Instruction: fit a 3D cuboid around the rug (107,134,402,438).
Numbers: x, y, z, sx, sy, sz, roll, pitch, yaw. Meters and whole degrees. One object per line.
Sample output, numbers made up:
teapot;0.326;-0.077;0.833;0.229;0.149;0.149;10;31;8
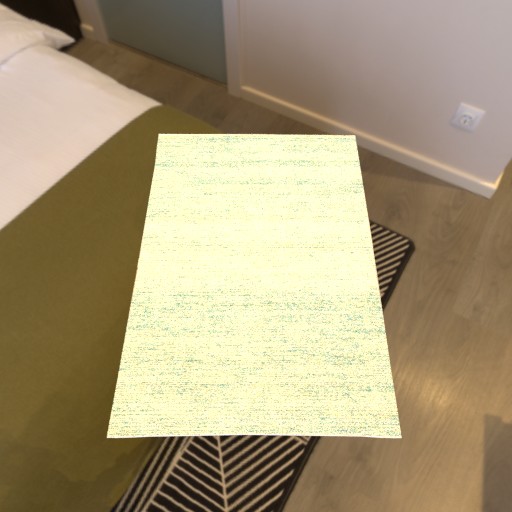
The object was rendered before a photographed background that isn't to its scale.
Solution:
rug;0.000;0.000;2.982;1.593;0.029;2.305;0;59;0
